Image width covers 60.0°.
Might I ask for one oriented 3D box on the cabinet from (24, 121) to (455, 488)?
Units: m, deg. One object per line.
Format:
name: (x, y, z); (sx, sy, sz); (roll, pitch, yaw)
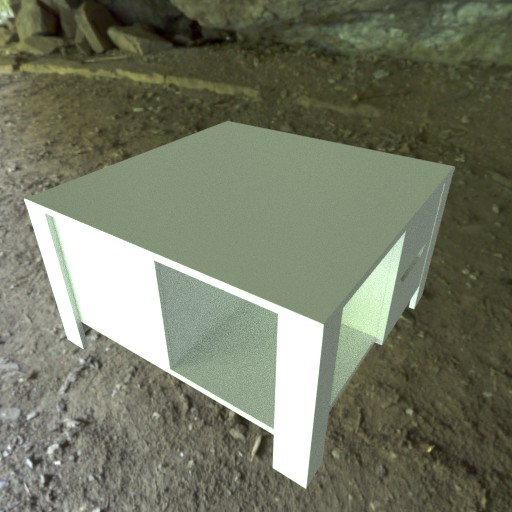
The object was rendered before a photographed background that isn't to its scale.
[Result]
cabinet: (0.000, 0.000, 1.272); (0.800, 0.460, 0.800); (20, 38, 28)
